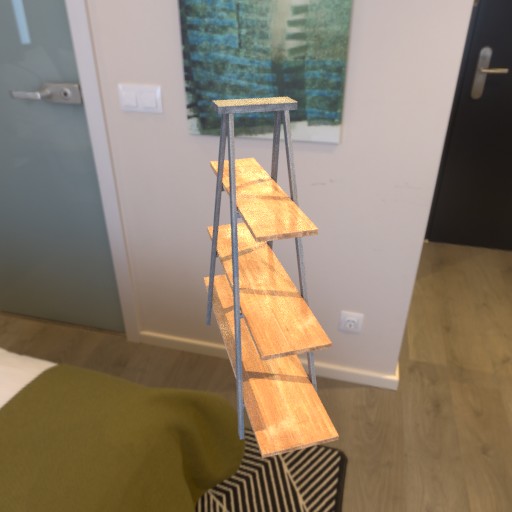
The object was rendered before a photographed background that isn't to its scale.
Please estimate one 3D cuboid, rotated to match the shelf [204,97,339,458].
[{"bbox_3d":[0.000,0.000,2.706,0.508,1.808,1.746,-8,30,-14],"label":"shelf"}]
